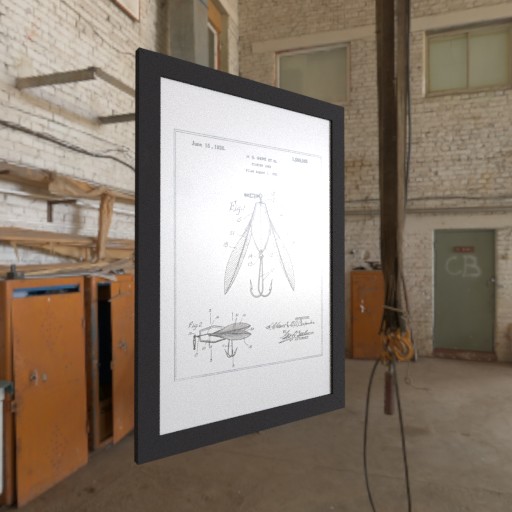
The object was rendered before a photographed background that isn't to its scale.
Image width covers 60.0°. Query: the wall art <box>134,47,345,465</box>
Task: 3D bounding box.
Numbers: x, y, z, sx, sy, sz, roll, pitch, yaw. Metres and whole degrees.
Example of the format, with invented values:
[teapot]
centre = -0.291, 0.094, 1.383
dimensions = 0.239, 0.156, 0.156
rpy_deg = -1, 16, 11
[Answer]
[wall art]
centre = 0.000, 0.000, 0.682
dimensions = 0.380, 0.534, 0.013
rpy_deg = 0, -1, -36
